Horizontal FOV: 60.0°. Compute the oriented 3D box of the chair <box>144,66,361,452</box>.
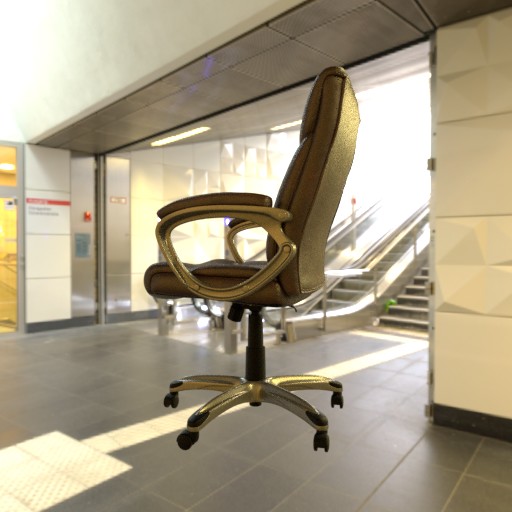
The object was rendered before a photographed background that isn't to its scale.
[{"bbox_3d":[0.000,0.000,1.560,0.692,1.128,0.656,0,1,17],"label":"chair"}]
